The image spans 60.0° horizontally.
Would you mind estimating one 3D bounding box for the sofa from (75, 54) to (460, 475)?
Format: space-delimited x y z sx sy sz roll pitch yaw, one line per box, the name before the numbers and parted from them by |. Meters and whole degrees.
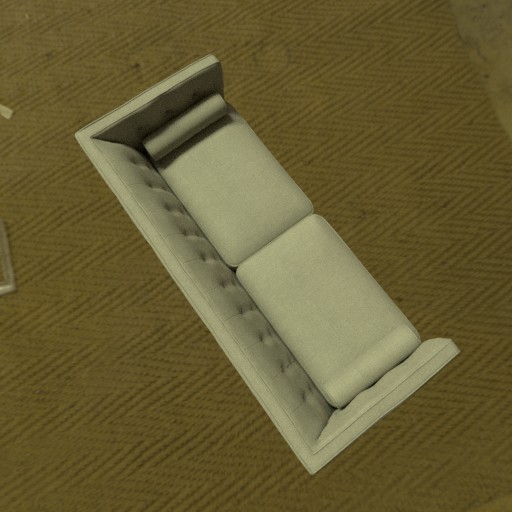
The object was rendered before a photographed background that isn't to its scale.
sofa | 0.000 0.000 2.571 0.912 0.798 2.079 -35 78 -9
